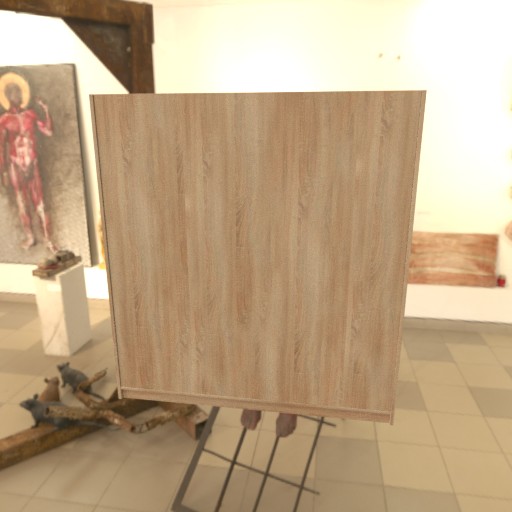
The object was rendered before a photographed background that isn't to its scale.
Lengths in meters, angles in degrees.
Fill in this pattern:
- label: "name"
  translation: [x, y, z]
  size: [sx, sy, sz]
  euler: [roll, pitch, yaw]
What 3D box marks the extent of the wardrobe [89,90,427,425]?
- label: "wardrobe"
  translation: [0.000, 0.000, 3.170]
  size: [1.998, 2.159, 0.598]
  euler: [2, 16, 9]
